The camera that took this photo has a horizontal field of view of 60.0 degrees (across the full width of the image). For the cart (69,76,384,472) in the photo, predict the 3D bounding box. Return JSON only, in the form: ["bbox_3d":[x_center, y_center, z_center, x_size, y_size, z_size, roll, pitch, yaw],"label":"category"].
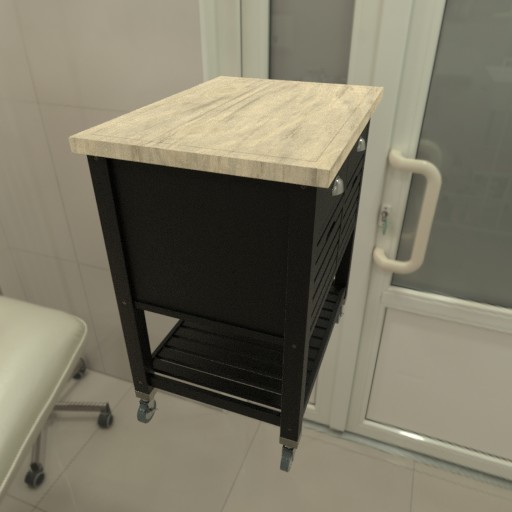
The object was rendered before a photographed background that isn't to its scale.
[{"bbox_3d":[0.000,0.000,1.412,0.567,0.920,0.797,11,33,17],"label":"cart"}]
